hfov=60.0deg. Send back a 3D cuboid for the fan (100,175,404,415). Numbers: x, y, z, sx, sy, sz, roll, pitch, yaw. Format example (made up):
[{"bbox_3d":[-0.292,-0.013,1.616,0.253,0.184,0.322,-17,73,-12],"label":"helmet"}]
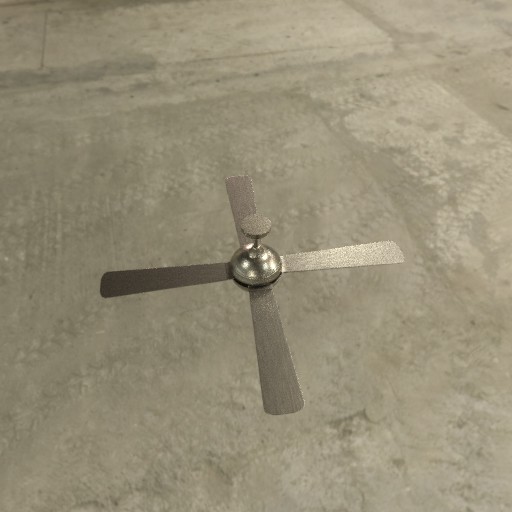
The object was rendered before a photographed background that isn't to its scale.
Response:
[{"bbox_3d":[0.000,0.000,1.961,1.321,0.381,1.321,9,48,8],"label":"fan"}]
